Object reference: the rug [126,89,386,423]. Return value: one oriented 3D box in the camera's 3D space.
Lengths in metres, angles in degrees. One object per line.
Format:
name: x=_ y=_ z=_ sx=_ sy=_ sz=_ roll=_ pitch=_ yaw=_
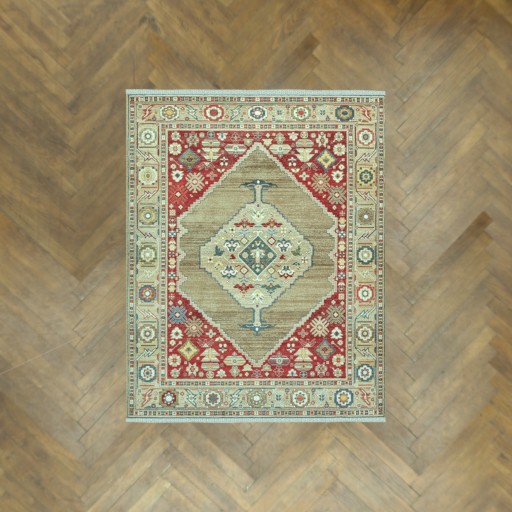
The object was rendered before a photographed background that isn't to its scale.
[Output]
rug: x=0.000 y=0.000 z=4.176 sx=2.451 sy=0.008 sz=3.143 roll=0 pitch=90 yaw=-1
